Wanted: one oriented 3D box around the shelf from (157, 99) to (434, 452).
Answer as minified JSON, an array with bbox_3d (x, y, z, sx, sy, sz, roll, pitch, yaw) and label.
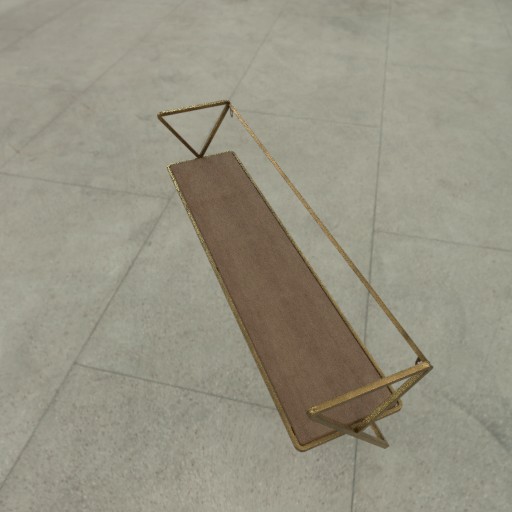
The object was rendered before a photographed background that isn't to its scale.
[{"bbox_3d":[0.000,0.000,0.740,0.150,0.229,0.645,-16,48,-15],"label":"shelf"}]
